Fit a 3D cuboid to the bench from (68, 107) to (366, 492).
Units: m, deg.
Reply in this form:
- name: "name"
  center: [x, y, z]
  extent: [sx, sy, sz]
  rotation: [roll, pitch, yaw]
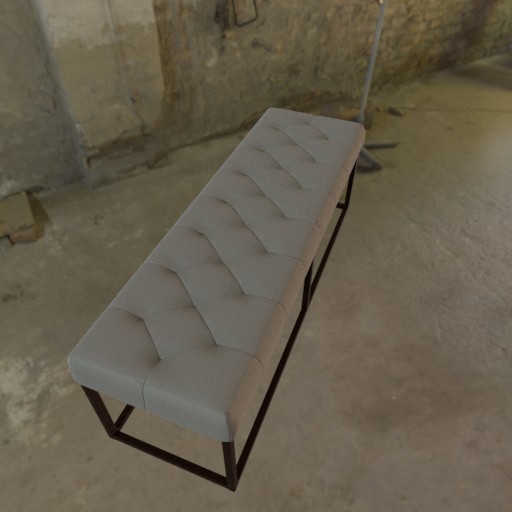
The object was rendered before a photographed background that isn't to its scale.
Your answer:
- name: "bench"
  center: [0.000, 0.000, 1.699]
  extent: [0.479, 0.488, 1.488]
  rotation: [16, 47, 15]
